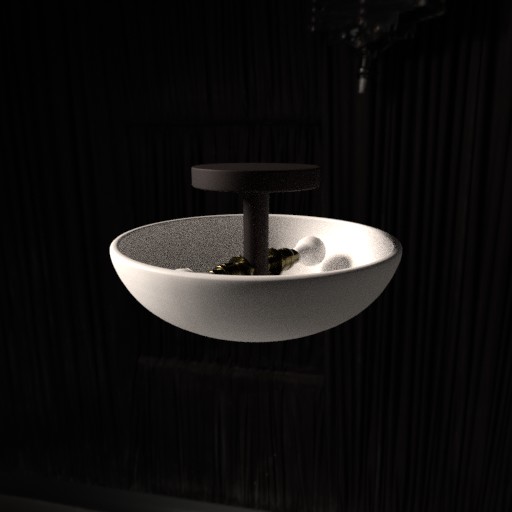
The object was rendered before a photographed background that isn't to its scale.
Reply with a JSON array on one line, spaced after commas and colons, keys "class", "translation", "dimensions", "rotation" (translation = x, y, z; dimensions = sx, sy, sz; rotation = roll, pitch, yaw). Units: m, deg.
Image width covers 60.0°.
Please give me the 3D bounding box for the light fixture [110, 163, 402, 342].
[{"class": "light fixture", "translation": [0.000, 0.000, 0.531], "dimensions": [0.331, 0.212, 0.331], "rotation": [0, 15, 0]}]
